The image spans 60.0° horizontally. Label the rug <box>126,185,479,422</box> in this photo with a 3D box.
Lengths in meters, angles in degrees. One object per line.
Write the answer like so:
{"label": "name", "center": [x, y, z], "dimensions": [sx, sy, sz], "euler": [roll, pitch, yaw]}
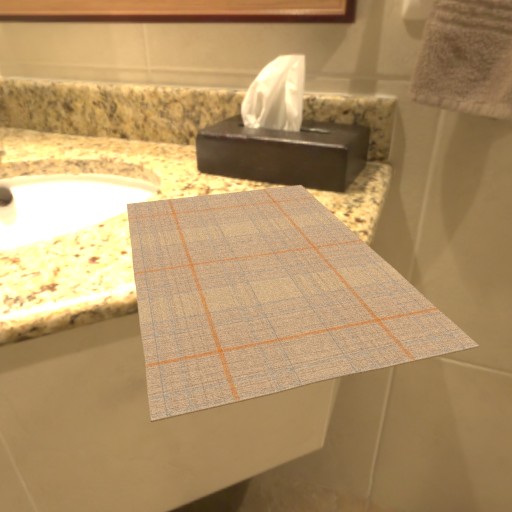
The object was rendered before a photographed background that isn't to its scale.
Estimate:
{"label": "rug", "center": [0.000, 0.000, 2.290], "dimensions": [1.232, 0.015, 1.825], "euler": [-8, 30, -14]}
